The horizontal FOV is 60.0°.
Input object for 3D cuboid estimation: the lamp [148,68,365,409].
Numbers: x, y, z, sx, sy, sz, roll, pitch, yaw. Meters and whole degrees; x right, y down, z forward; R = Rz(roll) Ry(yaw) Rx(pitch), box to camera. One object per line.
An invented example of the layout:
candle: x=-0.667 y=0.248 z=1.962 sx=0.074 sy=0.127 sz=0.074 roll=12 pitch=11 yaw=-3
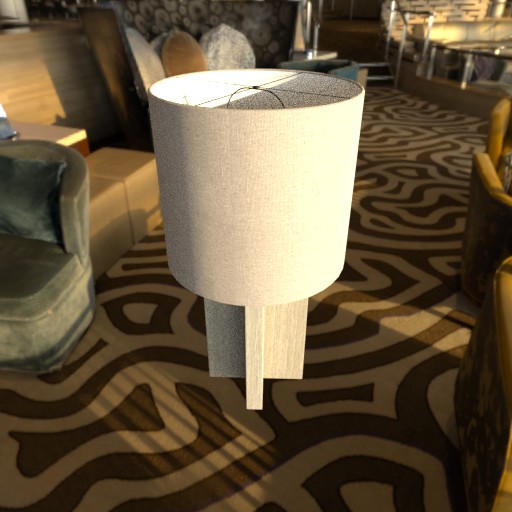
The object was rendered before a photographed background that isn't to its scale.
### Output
lamp: x=0.000 y=0.000 z=0.586 sx=0.229 sy=0.428 sz=0.229 roll=1 pitch=31 yaw=2
